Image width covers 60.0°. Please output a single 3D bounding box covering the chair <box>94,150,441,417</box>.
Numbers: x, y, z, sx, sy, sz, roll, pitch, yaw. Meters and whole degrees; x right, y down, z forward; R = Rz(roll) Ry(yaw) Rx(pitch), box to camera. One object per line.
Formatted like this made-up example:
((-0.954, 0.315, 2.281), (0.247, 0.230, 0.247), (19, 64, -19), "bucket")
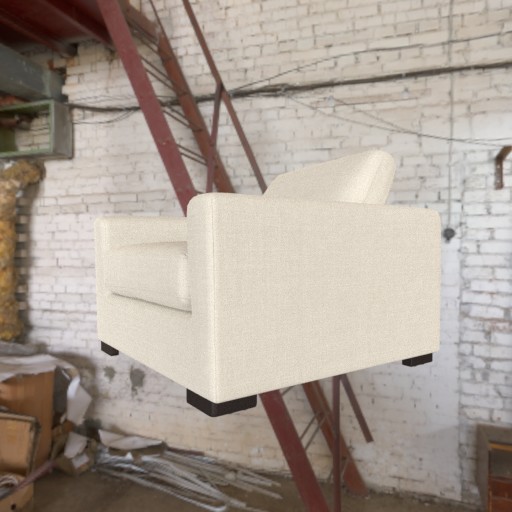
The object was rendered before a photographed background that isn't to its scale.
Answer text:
((0.000, 0.000, 1.913), (1.100, 0.876, 1.070), (-1, 1, -36), "chair")
